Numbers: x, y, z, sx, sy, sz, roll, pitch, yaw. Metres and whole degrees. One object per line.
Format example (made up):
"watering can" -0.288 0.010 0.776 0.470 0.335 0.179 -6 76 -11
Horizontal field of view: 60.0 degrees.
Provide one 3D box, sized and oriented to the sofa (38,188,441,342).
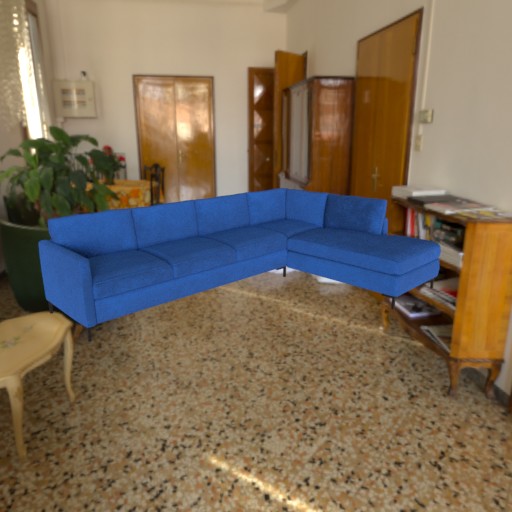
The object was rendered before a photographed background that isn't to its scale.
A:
"sofa" 0.000 0.000 3.245 2.486 0.687 1.707 -15 22 -42
